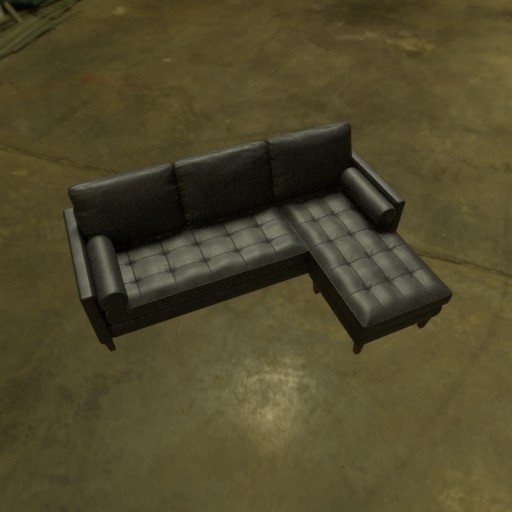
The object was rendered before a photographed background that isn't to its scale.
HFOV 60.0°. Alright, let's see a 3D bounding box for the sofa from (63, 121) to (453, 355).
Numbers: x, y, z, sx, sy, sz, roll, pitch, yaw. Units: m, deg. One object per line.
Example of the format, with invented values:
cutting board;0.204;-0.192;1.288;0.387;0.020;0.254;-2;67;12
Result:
sofa;0.000;0.000;2.890;2.178;0.876;1.497;-17;49;-16
